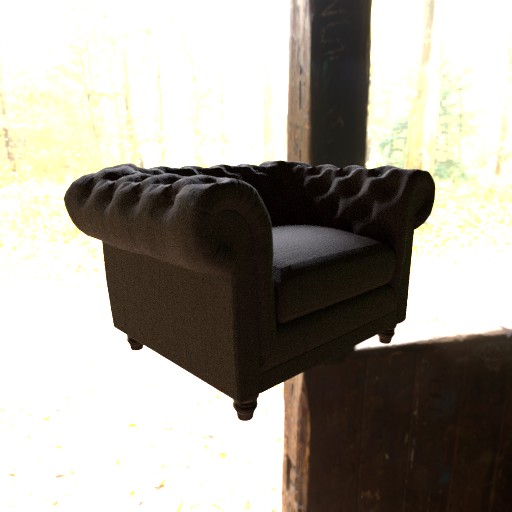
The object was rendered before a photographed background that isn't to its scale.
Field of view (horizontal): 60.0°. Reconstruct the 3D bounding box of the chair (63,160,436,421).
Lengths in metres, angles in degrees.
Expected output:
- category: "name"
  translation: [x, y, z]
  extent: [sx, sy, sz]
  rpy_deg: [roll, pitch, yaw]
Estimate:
- category: "chair"
  translation: [0.000, 0.000, 1.883]
  extent: [1.298, 0.780, 0.945]
  rpy_deg: [-12, 18, -42]
